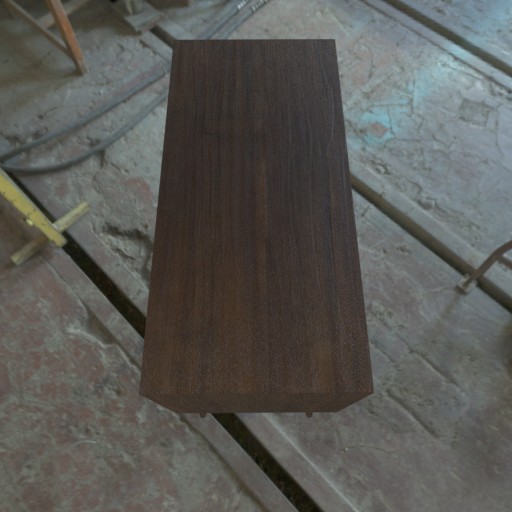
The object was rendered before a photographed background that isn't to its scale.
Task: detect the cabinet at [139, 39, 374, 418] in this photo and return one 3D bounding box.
[{"bbox_3d":[0.000,0.000,1.113,0.354,0.654,0.743,0,66,0],"label":"cabinet"}]
